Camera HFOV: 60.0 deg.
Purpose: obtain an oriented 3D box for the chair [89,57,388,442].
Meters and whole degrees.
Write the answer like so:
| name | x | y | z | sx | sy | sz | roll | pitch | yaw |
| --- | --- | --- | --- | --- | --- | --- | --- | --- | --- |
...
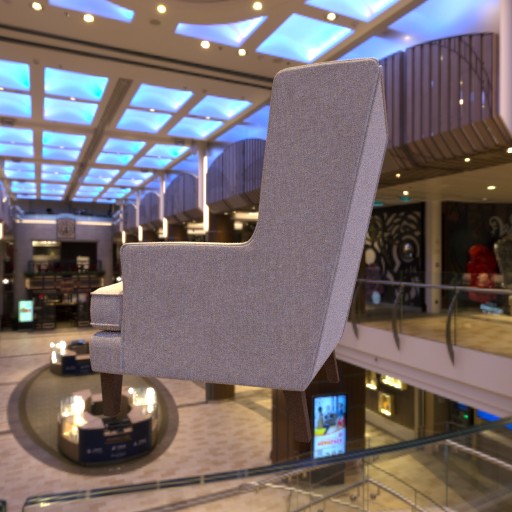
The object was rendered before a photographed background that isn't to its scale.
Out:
| name | x | y | z | sx | sy | sz | roll | pitch | yaw |
| --- | --- | --- | --- | --- | --- | --- | --- | --- | --- |
| chair | 0.000 | 0.000 | 1.685 | 0.948 | 1.082 | 0.764 | 0 | 0 | 18 |
